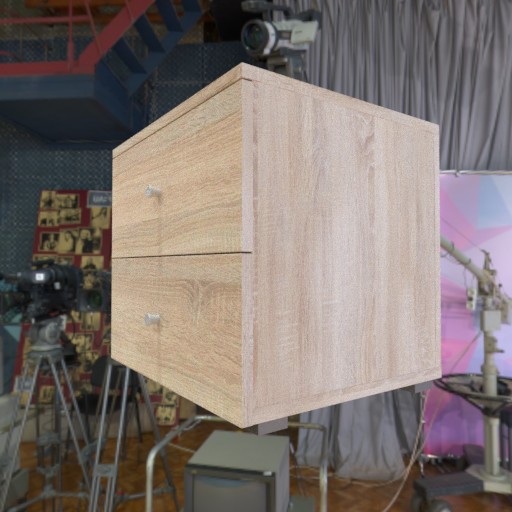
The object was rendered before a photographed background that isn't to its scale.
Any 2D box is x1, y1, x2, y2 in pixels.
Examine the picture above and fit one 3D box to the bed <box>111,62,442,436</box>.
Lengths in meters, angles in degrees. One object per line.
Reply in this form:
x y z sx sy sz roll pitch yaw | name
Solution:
0.000 0.000 0.783 0.401 0.420 0.460 1 -2 -35 | bed
